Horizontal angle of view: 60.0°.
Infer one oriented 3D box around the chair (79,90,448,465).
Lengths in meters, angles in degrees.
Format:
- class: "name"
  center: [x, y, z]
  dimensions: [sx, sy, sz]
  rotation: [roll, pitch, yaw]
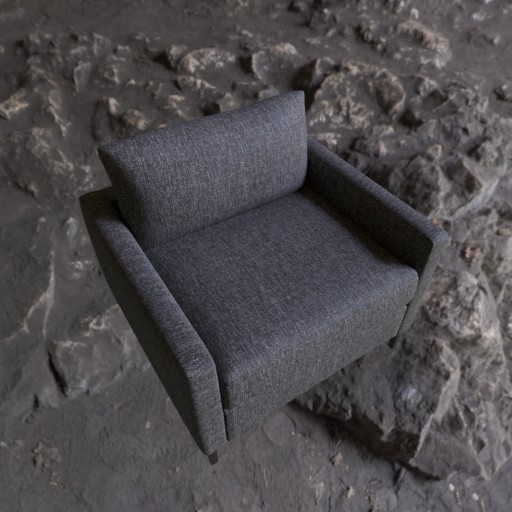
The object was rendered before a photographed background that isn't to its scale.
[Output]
- class: "chair"
  center: [0.000, 0.000, 1.603]
  dimensions: [0.963, 0.861, 0.866]
  rotation: [-25, 50, -23]
